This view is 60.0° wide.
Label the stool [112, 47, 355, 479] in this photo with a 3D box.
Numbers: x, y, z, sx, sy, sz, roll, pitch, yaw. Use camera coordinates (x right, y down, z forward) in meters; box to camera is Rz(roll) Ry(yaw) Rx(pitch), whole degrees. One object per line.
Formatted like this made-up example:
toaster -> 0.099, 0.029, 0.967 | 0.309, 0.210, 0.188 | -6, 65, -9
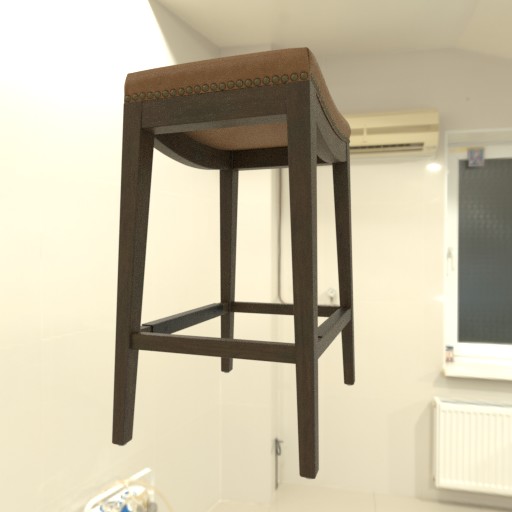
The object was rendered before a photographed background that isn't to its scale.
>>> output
stool -> 0.000, 0.000, 0.945 | 0.361, 0.660, 0.500 | 0, 1, 19
